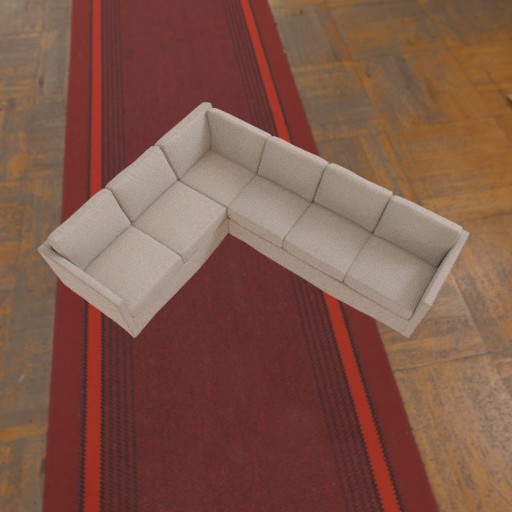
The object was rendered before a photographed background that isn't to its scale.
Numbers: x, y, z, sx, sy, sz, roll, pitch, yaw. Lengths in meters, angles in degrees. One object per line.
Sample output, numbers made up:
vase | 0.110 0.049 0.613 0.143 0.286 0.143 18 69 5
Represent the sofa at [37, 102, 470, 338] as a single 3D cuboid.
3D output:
sofa | 0.000 0.000 4.271 3.182 0.871 2.432 30 63 18
